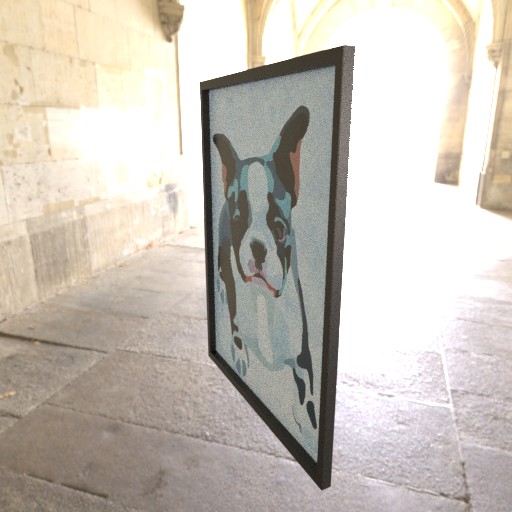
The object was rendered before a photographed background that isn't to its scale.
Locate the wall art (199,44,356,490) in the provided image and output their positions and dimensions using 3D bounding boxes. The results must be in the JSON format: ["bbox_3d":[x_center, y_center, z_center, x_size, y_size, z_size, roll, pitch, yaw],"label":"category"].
[{"bbox_3d":[0.000,0.000,1.310,0.030,1.027,0.774,-8,18,-26],"label":"wall art"}]
